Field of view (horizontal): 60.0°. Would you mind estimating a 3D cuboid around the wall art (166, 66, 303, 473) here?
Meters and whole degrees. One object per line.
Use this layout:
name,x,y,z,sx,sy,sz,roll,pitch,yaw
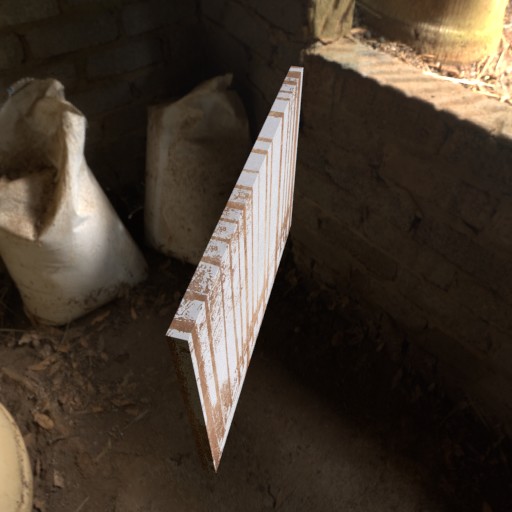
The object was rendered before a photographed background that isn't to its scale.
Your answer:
wall art,0.000,0.000,1.169,0.035,0.609,0.914,11,48,10
